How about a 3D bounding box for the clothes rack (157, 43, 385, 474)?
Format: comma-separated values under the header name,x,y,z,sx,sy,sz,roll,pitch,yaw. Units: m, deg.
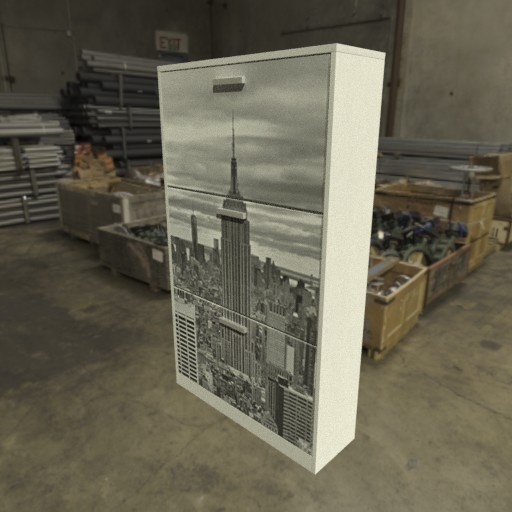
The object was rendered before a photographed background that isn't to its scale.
name,x,y,z,sx,sy,sz,roll,pitch,yaw
clothes rack,0.000,0.000,1.576,0.750,1.280,0.250,16,24,41
